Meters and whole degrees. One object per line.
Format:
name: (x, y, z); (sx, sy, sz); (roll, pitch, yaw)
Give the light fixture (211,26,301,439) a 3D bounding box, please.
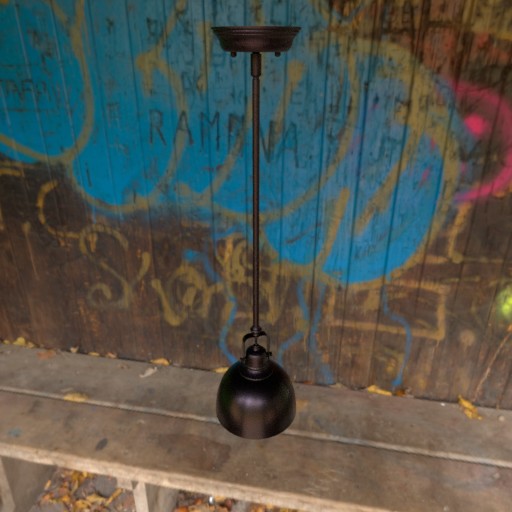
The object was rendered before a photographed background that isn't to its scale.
light fixture: (0.000, 0.000, 0.837); (0.182, 0.768, 0.182); (-8, 27, -16)
